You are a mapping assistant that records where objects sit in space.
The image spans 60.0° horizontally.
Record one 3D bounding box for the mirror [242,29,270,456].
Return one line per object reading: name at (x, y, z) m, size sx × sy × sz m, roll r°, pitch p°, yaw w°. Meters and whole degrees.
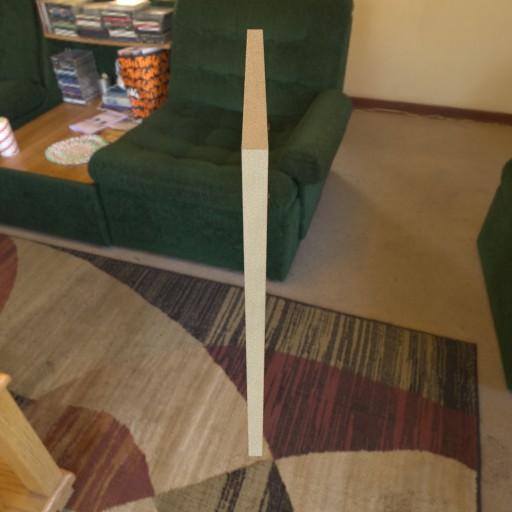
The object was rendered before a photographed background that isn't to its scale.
mirror at (0.000, 0.000, 1.137) m, size 0.041 × 0.915 × 0.609 m, roll 0°, pitch 41°, yaw 0°
